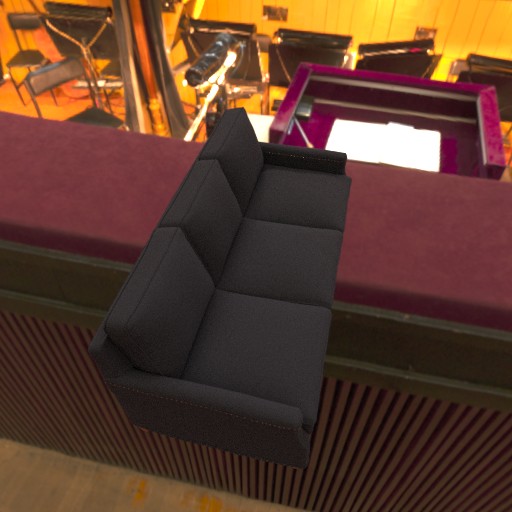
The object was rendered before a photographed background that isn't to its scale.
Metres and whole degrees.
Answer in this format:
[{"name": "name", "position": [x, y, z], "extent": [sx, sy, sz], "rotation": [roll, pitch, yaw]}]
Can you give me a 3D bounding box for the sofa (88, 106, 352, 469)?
[{"name": "sofa", "position": [0.000, 0.000, 2.888], "extent": [1.084, 1.003, 2.246], "rotation": [10, 47, 9]}]
